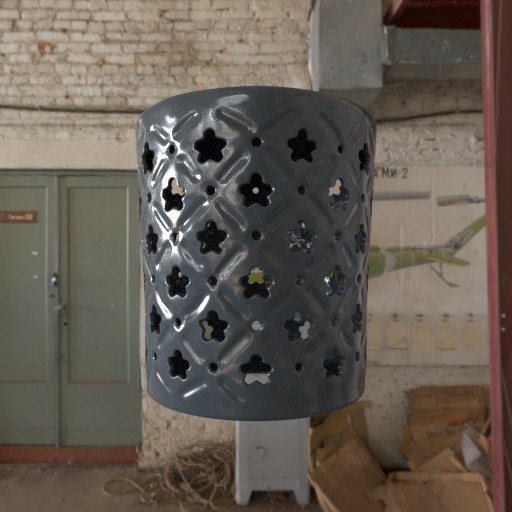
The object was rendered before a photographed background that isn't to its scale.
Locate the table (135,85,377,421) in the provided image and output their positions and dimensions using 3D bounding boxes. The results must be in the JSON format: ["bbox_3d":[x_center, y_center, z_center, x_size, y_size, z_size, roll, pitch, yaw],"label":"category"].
[{"bbox_3d":[0.000,0.000,0.665,0.352,0.387,0.352,0,-1,0],"label":"table"}]
